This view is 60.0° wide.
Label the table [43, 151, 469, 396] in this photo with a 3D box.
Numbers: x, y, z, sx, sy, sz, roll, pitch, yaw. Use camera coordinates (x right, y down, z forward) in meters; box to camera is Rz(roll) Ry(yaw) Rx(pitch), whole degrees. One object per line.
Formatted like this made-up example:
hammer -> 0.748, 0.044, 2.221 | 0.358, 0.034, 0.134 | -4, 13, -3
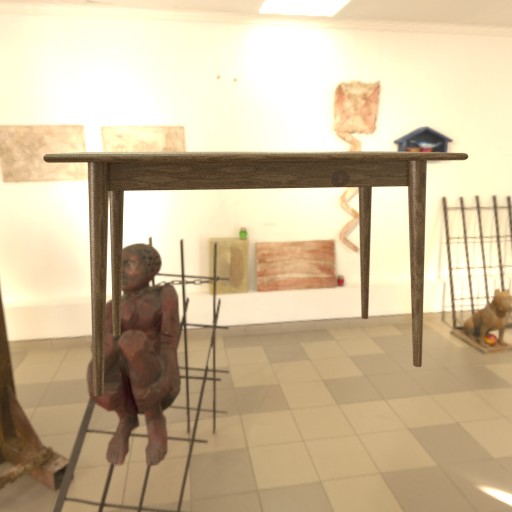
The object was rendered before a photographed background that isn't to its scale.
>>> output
table -> 0.000, 0.000, 1.711 | 1.300, 0.780, 0.599 | -2, 14, -10
